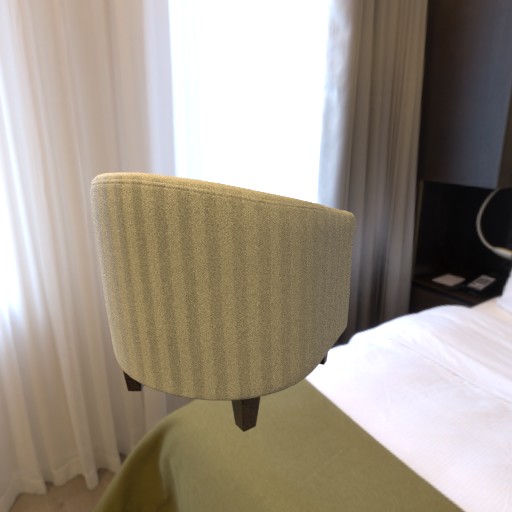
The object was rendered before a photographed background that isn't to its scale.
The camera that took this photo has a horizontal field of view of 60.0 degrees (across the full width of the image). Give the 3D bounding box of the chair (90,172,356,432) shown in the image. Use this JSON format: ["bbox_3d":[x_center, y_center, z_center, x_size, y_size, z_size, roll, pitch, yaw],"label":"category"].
[{"bbox_3d":[0.000,0.000,1.733,0.756,0.757,1.288,8,19,26],"label":"chair"}]
